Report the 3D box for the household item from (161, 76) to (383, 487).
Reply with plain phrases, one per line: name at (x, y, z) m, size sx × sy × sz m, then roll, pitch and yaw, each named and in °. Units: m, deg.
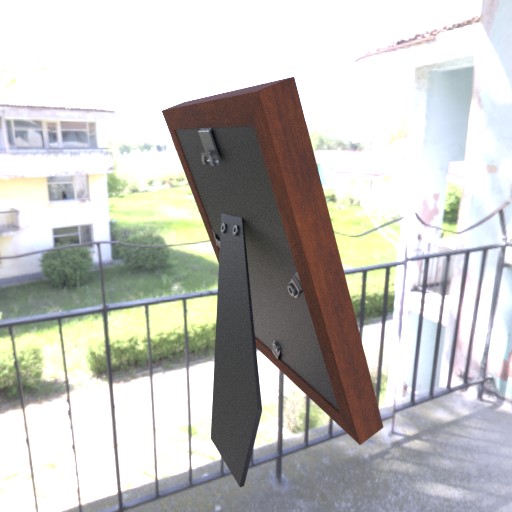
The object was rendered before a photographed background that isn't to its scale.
household item at (0.000, 0.000, 0.296) m, size 0.096 × 0.204 × 0.160 m, roll -7°, pitch 17°, yaw -25°
